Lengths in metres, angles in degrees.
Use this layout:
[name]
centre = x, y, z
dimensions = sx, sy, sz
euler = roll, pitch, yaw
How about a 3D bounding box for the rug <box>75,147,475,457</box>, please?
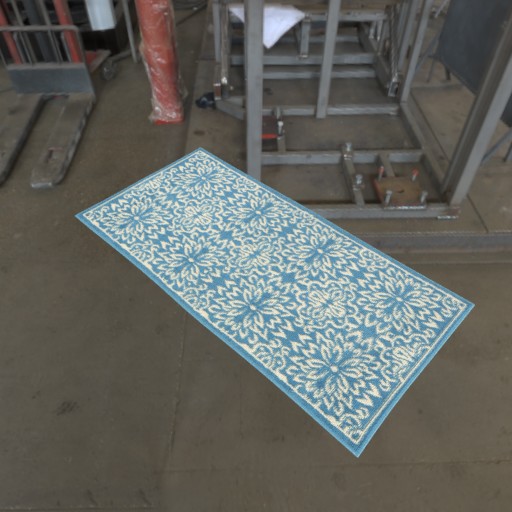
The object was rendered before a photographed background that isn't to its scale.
[rug]
centre = 0.000, 0.000, 1.453
dimensions = 1.219, 0.007, 0.604
euler = 34, 56, 28
